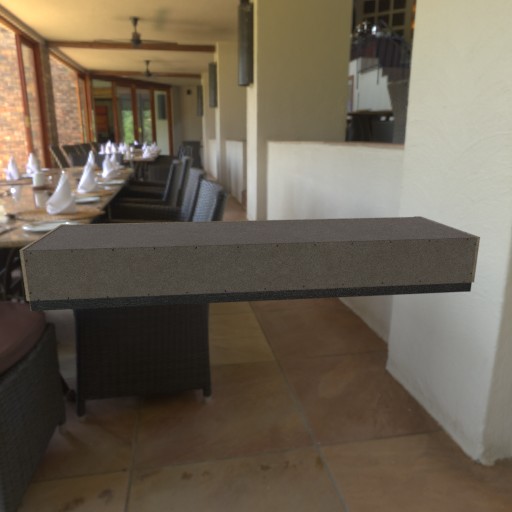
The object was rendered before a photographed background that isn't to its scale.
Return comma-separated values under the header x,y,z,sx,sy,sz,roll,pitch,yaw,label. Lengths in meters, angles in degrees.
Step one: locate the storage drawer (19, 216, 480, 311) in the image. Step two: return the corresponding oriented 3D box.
x,y,z,sx,sy,sz,roll,pitch,yaw,label
0.000,0.000,2.299,2.072,0.274,0.591,-2,15,-7,storage drawer
